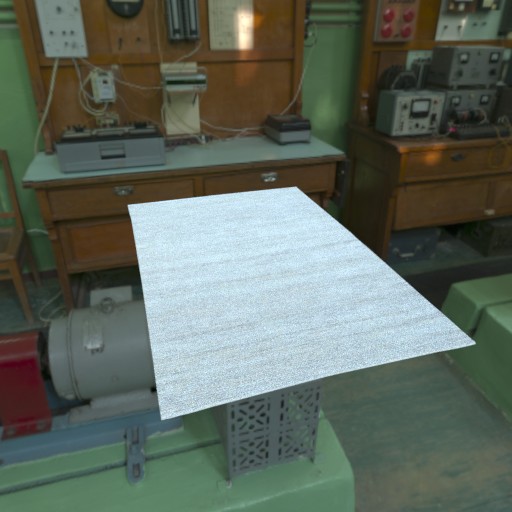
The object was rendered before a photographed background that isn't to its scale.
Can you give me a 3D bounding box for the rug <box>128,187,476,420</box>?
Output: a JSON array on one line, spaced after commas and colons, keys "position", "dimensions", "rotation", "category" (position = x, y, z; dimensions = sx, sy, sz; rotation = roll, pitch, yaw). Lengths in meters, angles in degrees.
[{"position": [0.000, 0.000, 2.271], "dimensions": [1.179, 0.022, 1.820], "rotation": [-8, 30, -15], "category": "rug"}]
